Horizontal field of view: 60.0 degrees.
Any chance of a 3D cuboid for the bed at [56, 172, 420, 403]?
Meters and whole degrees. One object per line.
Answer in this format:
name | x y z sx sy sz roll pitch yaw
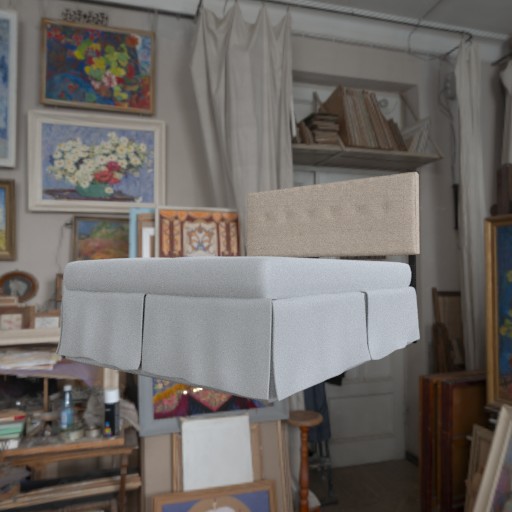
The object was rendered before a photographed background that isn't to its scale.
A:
bed | 0.000 0.000 2.984 1.643 1.270 1.978 -1 -2 36
